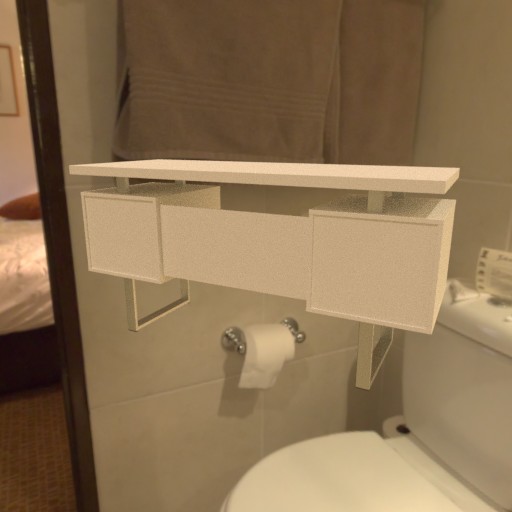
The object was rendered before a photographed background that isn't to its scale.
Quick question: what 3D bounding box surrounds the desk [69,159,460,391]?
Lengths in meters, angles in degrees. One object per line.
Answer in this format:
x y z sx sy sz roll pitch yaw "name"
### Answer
0.000 0.000 1.953 1.530 0.773 0.603 8 17 26 "desk"
